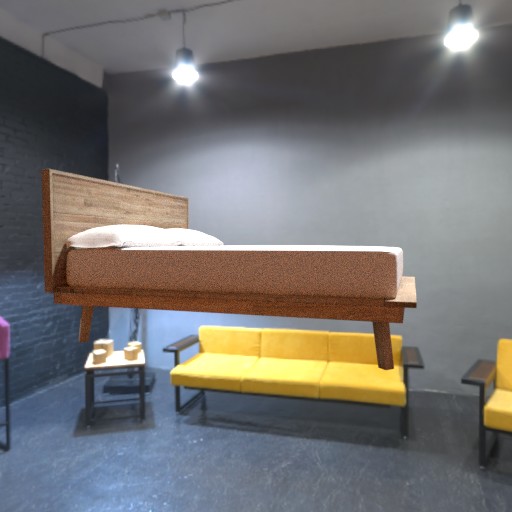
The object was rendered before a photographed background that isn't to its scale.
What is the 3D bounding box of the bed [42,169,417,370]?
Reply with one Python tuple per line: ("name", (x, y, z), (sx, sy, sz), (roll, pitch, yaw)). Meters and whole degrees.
("bed", (0.000, 0.000, 3.167), (2.145, 1.071, 1.759), (1, 2, 19))
